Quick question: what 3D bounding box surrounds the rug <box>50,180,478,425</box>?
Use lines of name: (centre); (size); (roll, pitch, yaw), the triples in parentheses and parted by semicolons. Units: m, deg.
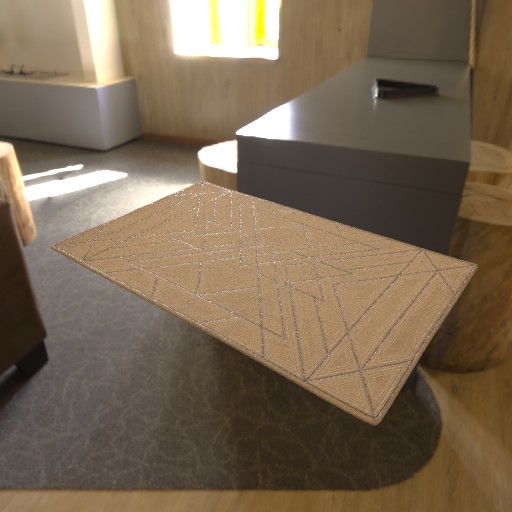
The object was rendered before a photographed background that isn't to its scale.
rug: (0.000, 0.000, 3.001); (2.459, 0.023, 1.575); (22, 37, 31)
